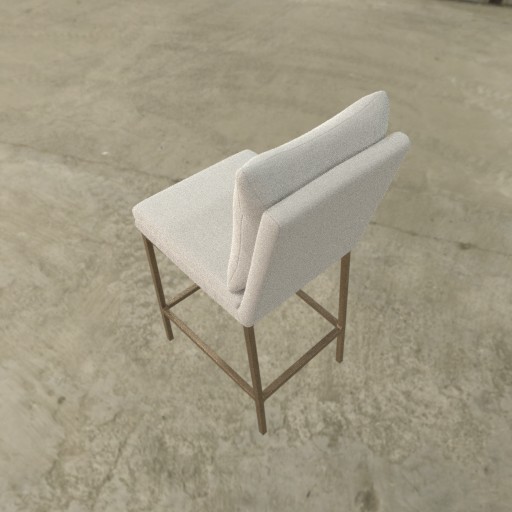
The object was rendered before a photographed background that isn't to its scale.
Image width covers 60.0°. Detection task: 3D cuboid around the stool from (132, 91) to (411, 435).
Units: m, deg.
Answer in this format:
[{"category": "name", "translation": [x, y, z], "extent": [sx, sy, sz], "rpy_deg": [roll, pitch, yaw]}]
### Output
[{"category": "stool", "translation": [0.000, 0.000, 1.345], "extent": [0.463, 1.032, 0.572], "rpy_deg": [-34, 55, -28]}]
